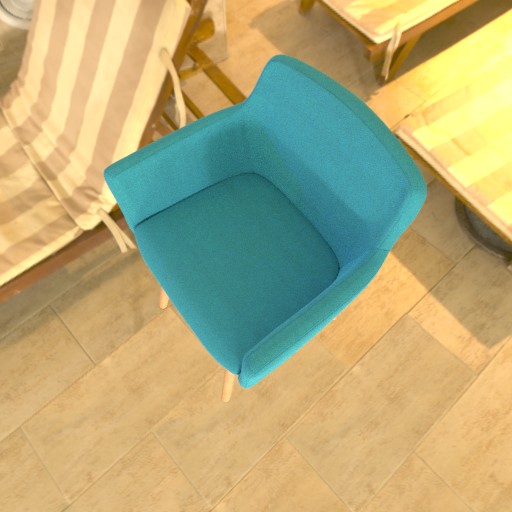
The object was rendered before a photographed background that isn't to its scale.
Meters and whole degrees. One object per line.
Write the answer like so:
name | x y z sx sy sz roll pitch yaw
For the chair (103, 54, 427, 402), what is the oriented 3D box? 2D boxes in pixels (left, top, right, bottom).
chair | 0.000 0.000 1.161 0.540 0.780 0.570 -34 69 -15
